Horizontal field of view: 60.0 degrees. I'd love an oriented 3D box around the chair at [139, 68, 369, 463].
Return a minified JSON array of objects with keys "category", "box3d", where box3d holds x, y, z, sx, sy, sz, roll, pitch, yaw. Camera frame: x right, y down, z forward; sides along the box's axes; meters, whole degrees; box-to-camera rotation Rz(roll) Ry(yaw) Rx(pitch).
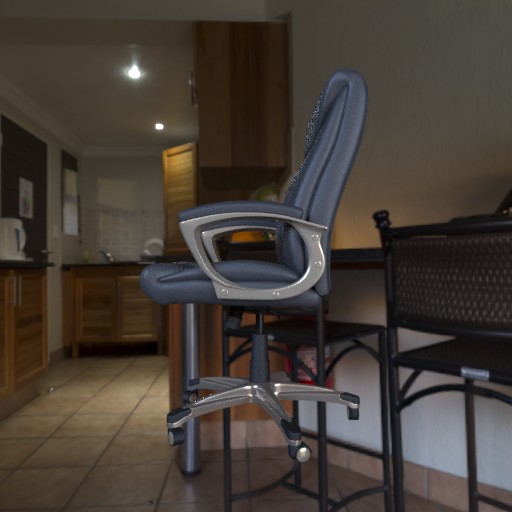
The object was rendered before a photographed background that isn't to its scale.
[{"category":"chair","box3d":[0.000,0.000,1.606,0.748,1.188,0.694,0,0,0]}]
